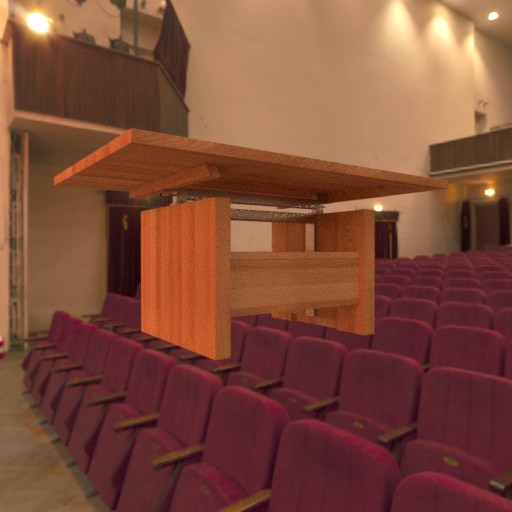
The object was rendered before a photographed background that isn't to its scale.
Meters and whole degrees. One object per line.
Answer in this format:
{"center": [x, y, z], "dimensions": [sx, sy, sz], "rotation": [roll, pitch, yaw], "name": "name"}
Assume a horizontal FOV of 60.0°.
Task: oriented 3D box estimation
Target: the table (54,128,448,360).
{"center": [0.000, 0.000, 1.468], "dimensions": [1.100, 0.510, 0.700], "rotation": [0, 1, -36], "name": "table"}
